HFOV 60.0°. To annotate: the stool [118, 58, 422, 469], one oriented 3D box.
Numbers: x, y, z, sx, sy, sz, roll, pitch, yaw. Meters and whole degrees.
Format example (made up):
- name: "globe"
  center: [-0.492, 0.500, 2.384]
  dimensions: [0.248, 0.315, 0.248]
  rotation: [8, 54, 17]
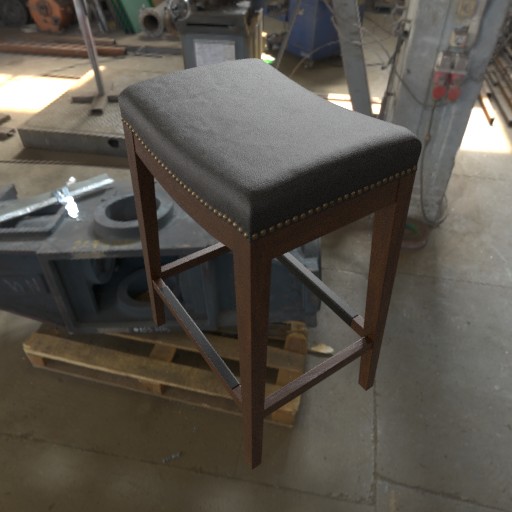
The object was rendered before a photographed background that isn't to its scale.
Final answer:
- name: "stool"
  center: [0.000, 0.000, 0.934]
  dimensions: [0.353, 0.664, 0.490]
  rotation: [-24, 47, -25]
